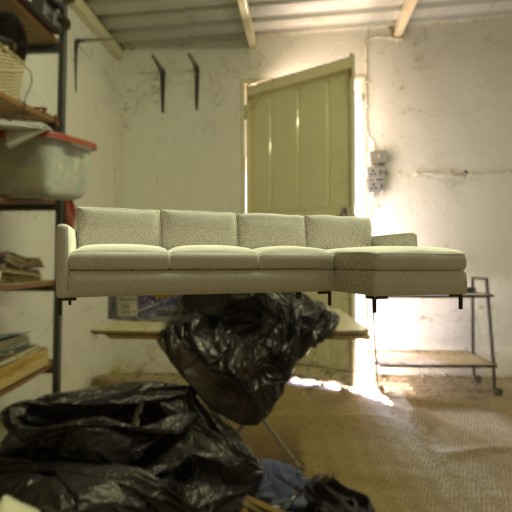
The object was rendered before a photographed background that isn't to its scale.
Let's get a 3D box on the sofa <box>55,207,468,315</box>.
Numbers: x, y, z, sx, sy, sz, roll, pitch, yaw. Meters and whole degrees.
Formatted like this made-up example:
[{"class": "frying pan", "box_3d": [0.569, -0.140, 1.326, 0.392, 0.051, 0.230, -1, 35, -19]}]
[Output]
[{"class": "sofa", "box_3d": [0.000, 0.000, 2.924, 2.445, 0.677, 1.126, 0, -1, -18]}]
